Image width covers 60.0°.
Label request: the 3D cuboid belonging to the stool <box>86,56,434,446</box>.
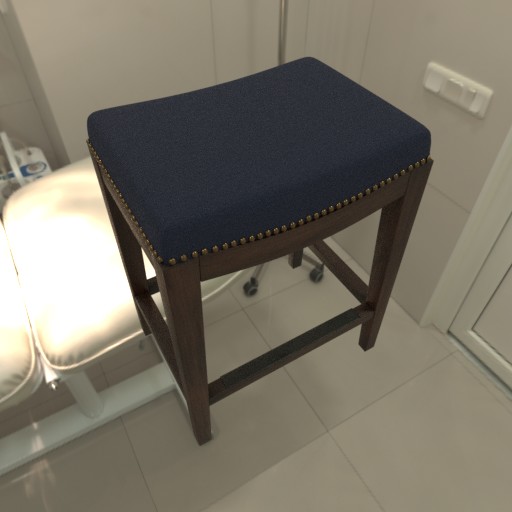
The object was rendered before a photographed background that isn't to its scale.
[{"bbox_3d":[0.000,0.000,0.944,0.500,0.642,0.361,-23,51,-20],"label":"stool"}]
